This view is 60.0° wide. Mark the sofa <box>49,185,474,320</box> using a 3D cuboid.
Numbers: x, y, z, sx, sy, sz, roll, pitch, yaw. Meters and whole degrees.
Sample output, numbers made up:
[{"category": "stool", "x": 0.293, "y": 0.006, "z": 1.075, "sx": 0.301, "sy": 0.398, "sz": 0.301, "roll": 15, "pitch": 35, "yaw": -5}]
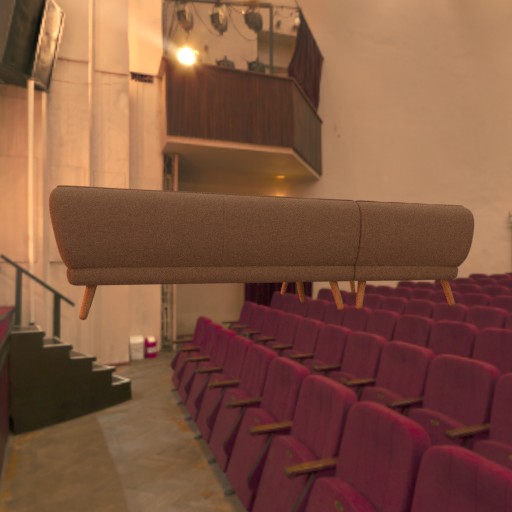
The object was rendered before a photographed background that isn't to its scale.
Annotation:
[{"category": "sofa", "x": 0.000, "y": 0.000, "z": 3.296, "sx": 2.653, "sy": 0.693, "sz": 1.532, "roll": 0, "pitch": -1, "yaw": -19}]
